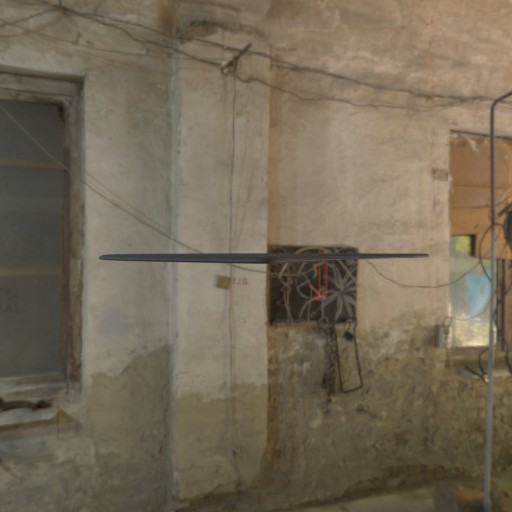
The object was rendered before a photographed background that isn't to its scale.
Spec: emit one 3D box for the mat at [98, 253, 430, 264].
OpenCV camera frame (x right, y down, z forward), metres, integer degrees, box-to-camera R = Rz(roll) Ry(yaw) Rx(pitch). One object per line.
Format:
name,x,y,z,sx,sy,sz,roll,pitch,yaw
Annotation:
mat,0.000,0.000,1.589,0.917,0.016,1.220,0,1,35
